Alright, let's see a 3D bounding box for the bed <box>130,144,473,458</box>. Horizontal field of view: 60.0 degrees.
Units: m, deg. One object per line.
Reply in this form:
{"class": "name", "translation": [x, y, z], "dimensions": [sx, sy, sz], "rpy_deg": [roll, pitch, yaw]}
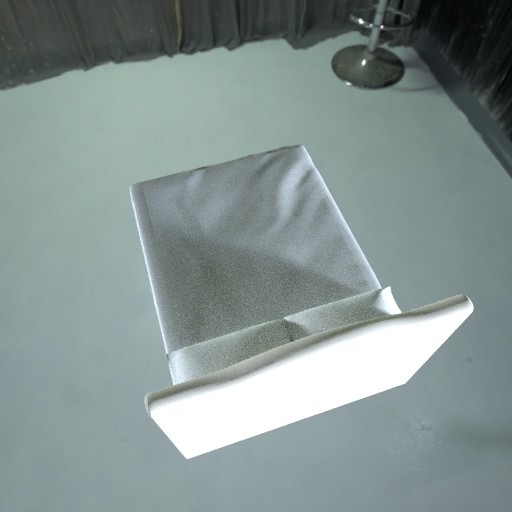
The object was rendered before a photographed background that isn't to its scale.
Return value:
{"class": "bed", "translation": [0.000, 0.000, 3.260], "dimensions": [1.753, 1.460, 2.143], "rpy_deg": [-15, 59, -10]}
